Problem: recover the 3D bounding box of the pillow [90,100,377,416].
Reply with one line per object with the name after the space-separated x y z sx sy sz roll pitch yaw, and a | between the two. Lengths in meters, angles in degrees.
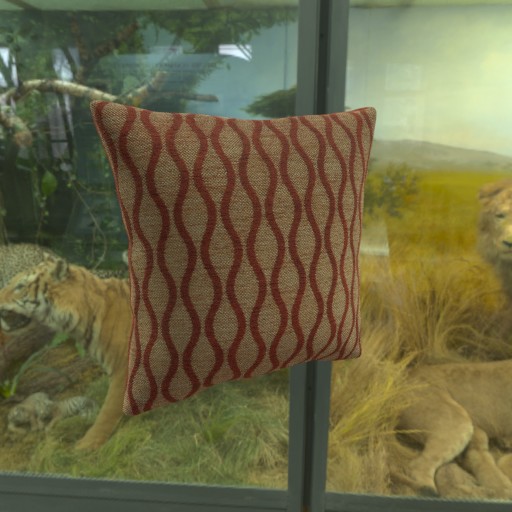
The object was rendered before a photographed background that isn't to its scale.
0.000 0.000 0.662 0.429 0.434 0.159 -7 17 -26 | pillow
